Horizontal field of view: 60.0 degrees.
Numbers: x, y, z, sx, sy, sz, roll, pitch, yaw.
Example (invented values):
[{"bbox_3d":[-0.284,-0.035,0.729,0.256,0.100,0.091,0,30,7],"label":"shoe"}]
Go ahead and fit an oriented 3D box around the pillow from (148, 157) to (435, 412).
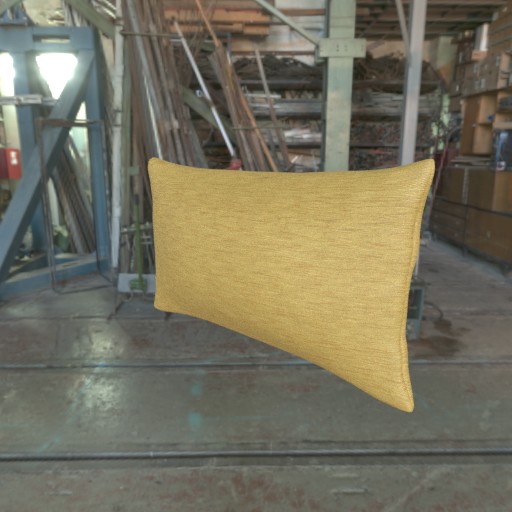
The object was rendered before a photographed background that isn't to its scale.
[{"bbox_3d":[0.000,0.000,0.809,0.634,0.354,0.210,12,18,42],"label":"pillow"}]
